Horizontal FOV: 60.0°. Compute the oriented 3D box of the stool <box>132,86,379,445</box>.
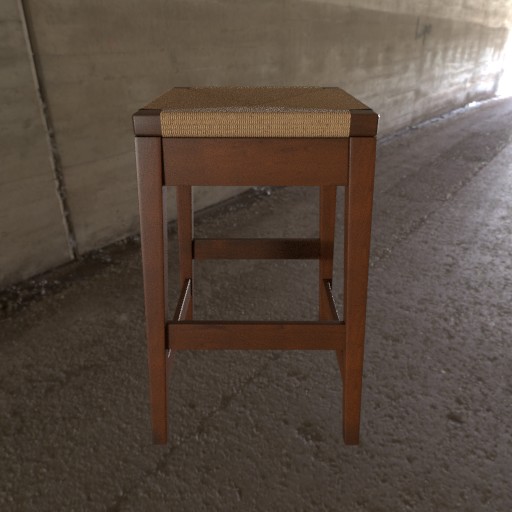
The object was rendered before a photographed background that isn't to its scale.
[{"bbox_3d":[0.000,0.000,1.120,0.497,0.762,0.507,0,27,0],"label":"stool"}]
